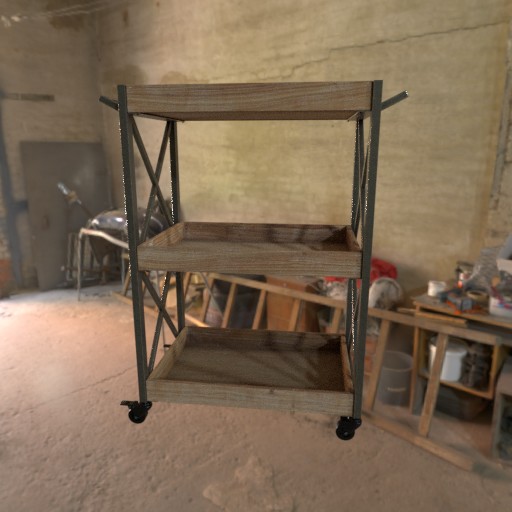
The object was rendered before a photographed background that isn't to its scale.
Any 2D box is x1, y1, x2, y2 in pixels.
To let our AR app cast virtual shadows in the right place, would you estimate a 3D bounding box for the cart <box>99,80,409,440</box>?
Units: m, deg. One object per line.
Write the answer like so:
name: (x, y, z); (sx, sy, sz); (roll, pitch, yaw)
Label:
cart: (0.000, 0.000, 1.199); (0.673, 0.835, 0.377); (2, 14, 7)
